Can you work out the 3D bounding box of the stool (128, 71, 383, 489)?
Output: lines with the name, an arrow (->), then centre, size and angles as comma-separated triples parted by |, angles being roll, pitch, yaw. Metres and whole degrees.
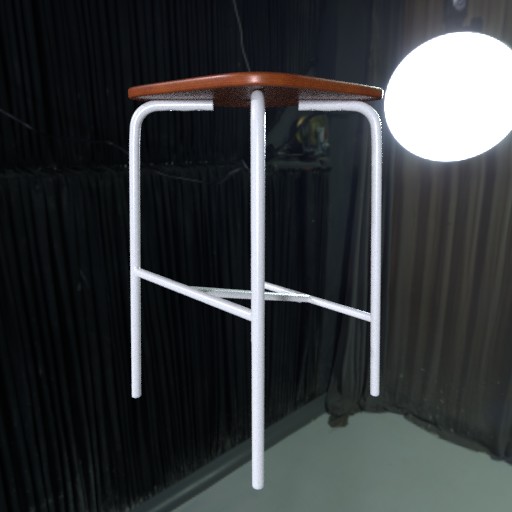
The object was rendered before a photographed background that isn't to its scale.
stool -> 0.000, 0.000, 0.862 | 0.376, 0.610, 0.376 | 14, 21, 42
